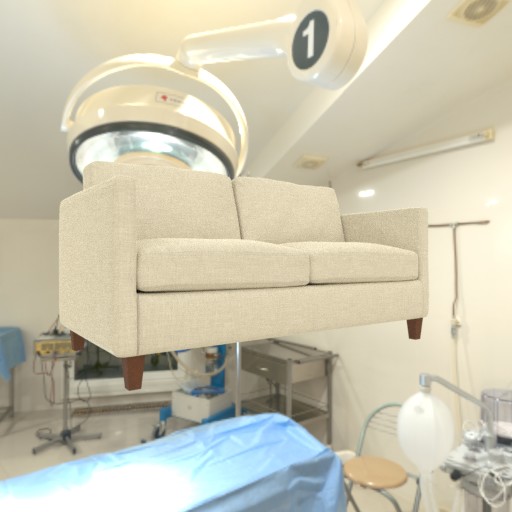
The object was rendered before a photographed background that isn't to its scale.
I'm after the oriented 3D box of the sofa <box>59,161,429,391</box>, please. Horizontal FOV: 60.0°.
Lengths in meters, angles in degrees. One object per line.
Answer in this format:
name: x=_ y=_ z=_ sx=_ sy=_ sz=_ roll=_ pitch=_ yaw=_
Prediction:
sofa: x=0.000 y=0.000 z=2.420 sx=1.838 sy=0.963 sz=0.950 roll=0 pitch=0 yaw=-35
